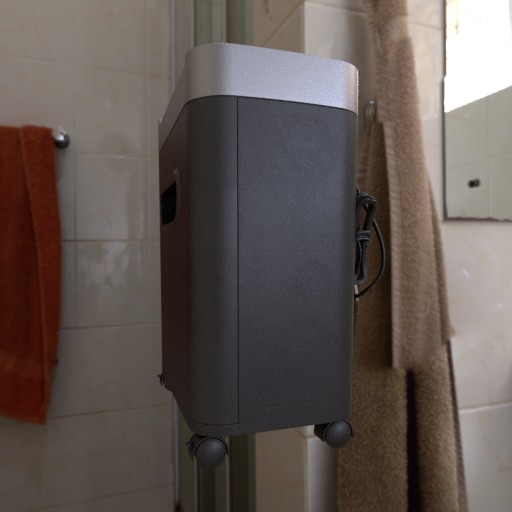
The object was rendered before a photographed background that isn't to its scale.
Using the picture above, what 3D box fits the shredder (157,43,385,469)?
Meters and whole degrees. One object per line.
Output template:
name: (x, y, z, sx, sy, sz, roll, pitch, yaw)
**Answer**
shredder: (0.000, 0.000, 0.600, 0.237, 0.419, 0.311, 0, 1, -19)
